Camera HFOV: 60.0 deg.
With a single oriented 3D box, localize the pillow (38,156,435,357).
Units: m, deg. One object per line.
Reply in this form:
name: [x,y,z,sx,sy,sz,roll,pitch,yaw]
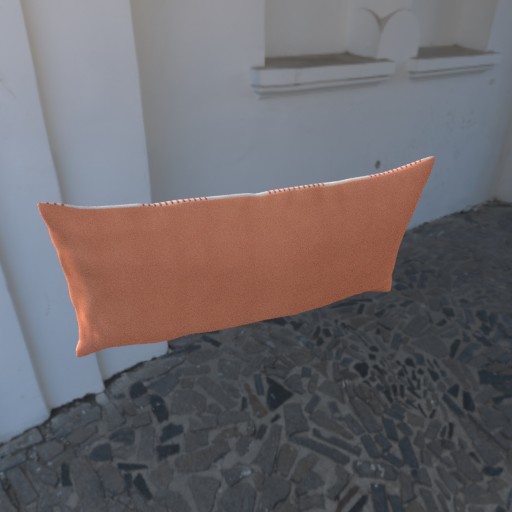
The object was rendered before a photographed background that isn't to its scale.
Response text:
pillow: [0.000,0.000,0.733,0.608,0.292,0.156,-10,29,-18]
